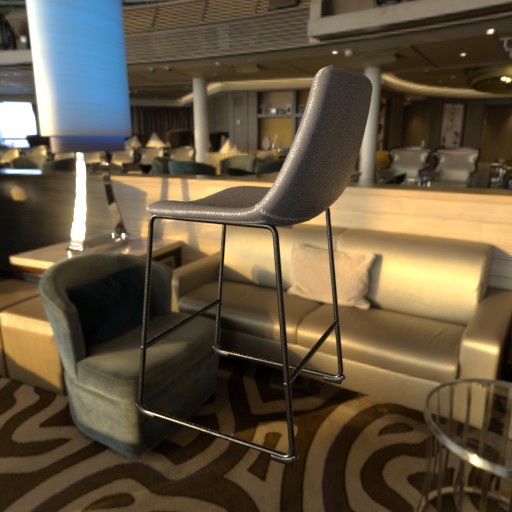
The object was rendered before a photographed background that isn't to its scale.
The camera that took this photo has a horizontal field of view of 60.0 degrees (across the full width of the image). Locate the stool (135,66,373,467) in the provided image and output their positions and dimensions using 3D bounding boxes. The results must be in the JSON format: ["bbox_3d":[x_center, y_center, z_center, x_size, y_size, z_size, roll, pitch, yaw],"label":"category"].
[{"bbox_3d":[0.000,0.000,1.185,0.546,0.876,0.470,7,16,26],"label":"stool"}]
